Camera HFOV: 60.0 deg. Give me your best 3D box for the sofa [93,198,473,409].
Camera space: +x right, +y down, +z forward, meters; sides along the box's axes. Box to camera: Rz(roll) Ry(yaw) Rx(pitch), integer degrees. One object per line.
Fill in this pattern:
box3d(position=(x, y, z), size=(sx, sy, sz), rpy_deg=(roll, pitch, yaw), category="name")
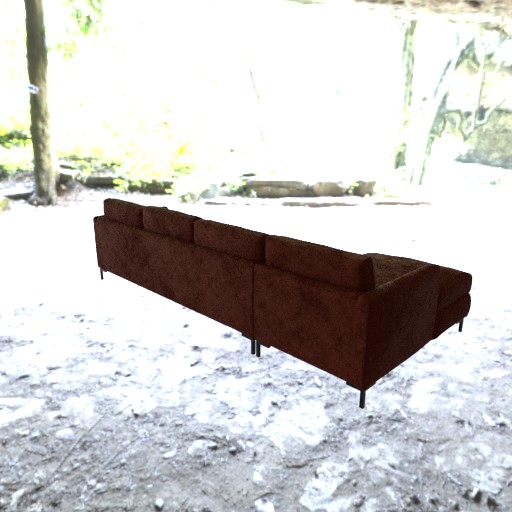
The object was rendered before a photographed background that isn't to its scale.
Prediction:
box3d(position=(0.000, 0.000, 3.001), size=(2.467, 0.663, 1.136), rpy_deg=(16, 22, 43), category="sofa")
